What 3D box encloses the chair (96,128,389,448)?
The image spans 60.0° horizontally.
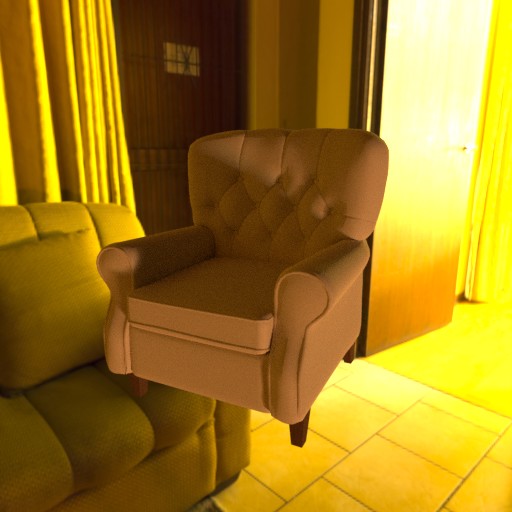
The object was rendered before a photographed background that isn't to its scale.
[{"bbox_3d":[0.000,0.000,2.048,1.035,1.169,1.132,7,15,26],"label":"chair"}]
